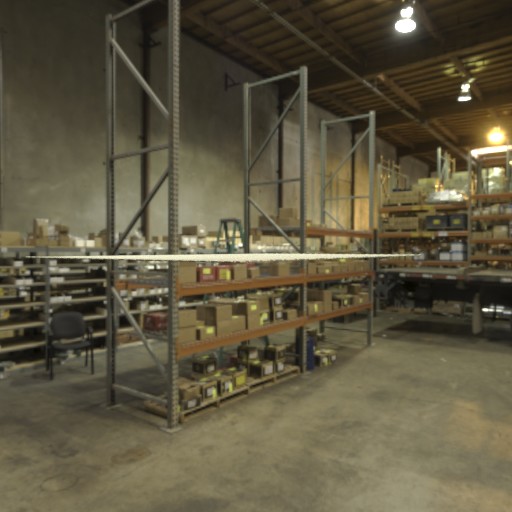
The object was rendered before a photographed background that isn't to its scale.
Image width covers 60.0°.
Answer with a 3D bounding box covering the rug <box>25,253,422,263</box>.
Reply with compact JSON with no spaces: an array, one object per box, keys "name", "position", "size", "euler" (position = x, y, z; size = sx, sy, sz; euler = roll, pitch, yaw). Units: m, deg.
[{"name":"rug","position":[0.000,0.000,3.053],"size":[1.539,0.011,2.410],"euler":[1,1,37]}]
